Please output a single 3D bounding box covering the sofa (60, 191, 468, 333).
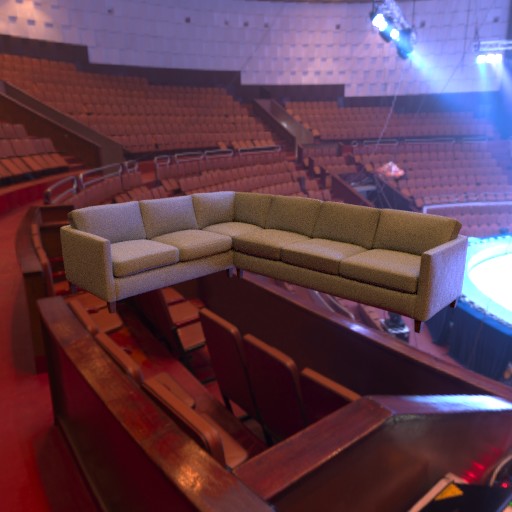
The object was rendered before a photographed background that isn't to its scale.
[{"bbox_3d":[0.000,0.000,4.495,3.301,0.947,2.592,14,20,42],"label":"sofa"}]
